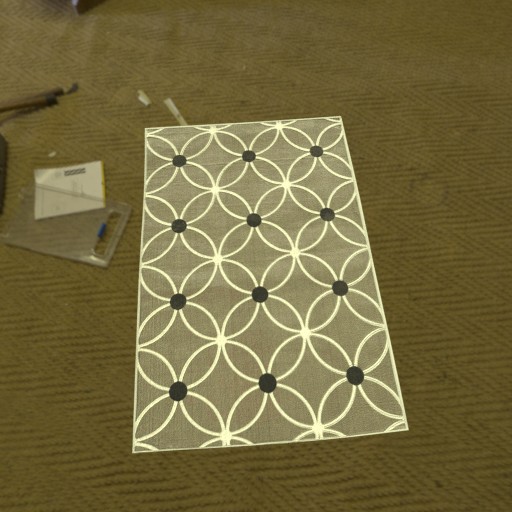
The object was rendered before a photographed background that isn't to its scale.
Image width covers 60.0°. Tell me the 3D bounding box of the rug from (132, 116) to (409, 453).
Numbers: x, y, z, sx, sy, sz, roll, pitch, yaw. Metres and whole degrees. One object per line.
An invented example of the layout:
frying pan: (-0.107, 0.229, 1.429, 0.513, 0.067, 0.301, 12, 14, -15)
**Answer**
rug: (0.000, 0.000, 2.909, 1.522, 0.008, 2.284, -4, 64, -2)
